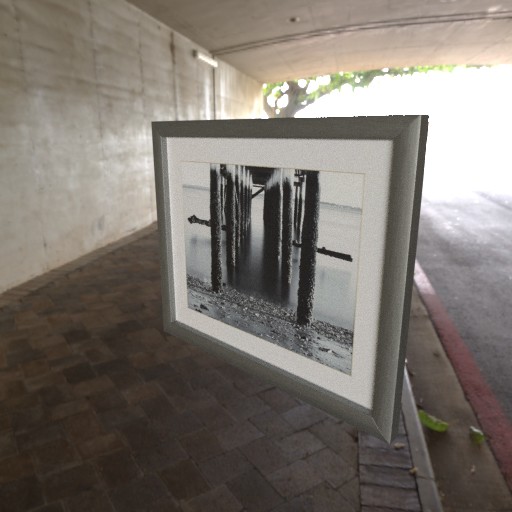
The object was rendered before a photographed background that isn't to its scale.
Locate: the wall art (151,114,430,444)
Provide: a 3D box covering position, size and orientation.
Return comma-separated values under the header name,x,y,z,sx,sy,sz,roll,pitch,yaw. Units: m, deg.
name,x,y,z,sx,sy,sz,roll,pitch,yaw
wall art,0.000,0.000,0.772,0.556,0.457,0.028,14,21,41
